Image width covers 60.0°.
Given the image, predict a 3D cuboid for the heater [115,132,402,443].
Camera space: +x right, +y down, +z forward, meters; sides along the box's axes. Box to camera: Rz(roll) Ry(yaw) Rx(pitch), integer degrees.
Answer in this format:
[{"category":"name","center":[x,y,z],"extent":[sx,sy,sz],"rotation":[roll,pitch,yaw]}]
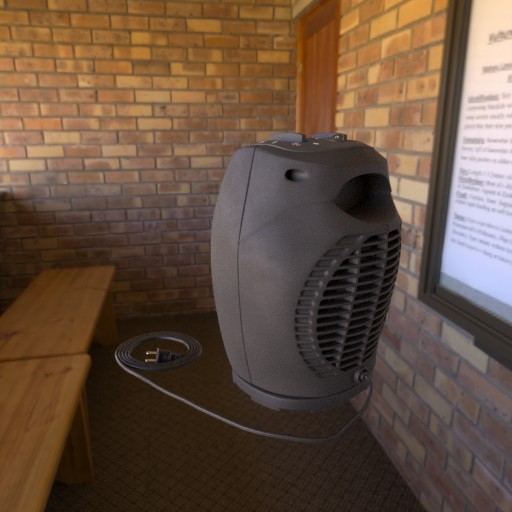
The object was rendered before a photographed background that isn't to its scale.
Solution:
[{"category":"heater","center":[0.000,0.000,0.475],"extent":[0.239,0.255,0.291],"rotation":[-14,21,-41]}]
